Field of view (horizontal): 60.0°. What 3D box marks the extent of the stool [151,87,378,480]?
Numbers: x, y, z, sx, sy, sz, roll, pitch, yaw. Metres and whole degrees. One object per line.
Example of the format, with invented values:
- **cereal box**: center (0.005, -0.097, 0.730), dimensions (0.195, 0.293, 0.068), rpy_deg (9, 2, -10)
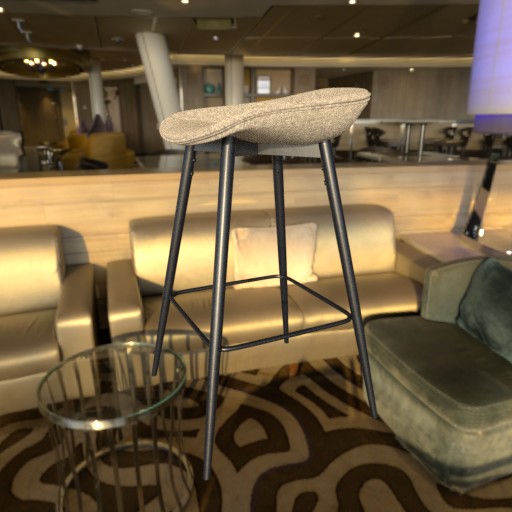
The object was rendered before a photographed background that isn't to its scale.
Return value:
- **stool**: center (0.000, 0.000, 1.132), dimensions (0.480, 0.814, 0.469), rpy_deg (-8, 19, -25)
